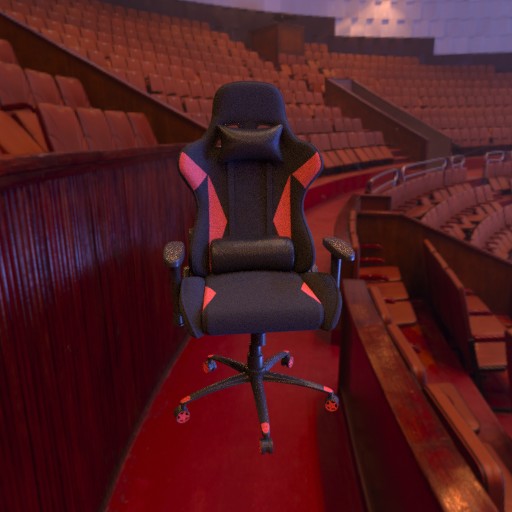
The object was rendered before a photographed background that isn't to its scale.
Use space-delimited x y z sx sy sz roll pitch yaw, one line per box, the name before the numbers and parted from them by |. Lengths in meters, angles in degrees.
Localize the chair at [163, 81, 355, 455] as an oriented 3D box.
chair | 0.000 0.000 1.730 0.695 1.326 0.658 -2 16 -7
